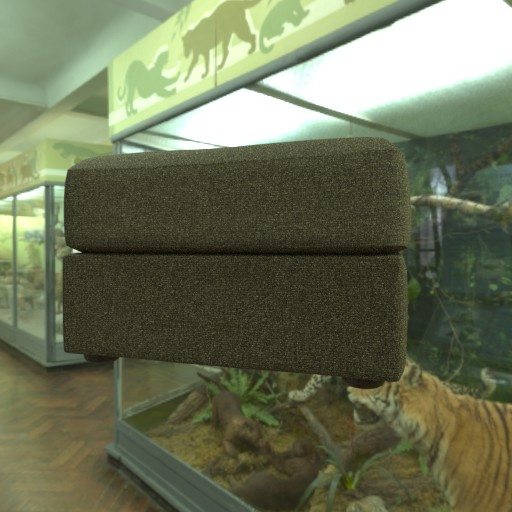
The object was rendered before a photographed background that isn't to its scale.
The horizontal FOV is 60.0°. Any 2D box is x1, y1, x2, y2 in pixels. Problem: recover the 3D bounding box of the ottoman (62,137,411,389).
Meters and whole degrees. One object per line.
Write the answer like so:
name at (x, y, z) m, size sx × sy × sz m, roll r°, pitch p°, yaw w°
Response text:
ottoman at (0.000, 0.000, 1.127) m, size 0.742 × 0.476 × 0.598 m, roll 0°, pitch 1°, yaw 18°
